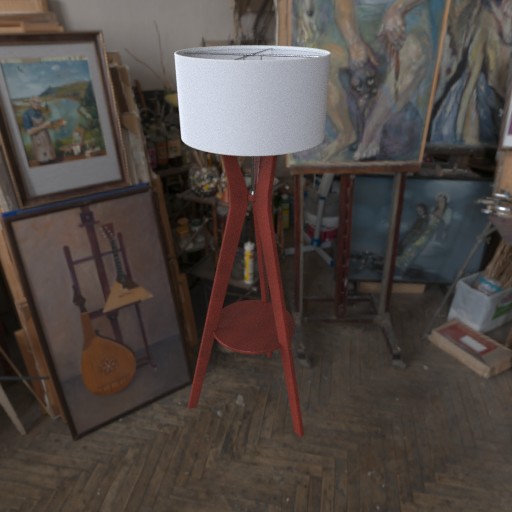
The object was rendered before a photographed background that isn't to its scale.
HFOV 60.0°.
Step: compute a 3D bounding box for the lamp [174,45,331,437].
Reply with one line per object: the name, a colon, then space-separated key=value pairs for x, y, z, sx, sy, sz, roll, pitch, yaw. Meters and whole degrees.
lamp: x=0.000 y=0.000 z=1.746 sx=0.539 sy=1.472 sz=0.542 roll=9 pitch=31 yaw=15
